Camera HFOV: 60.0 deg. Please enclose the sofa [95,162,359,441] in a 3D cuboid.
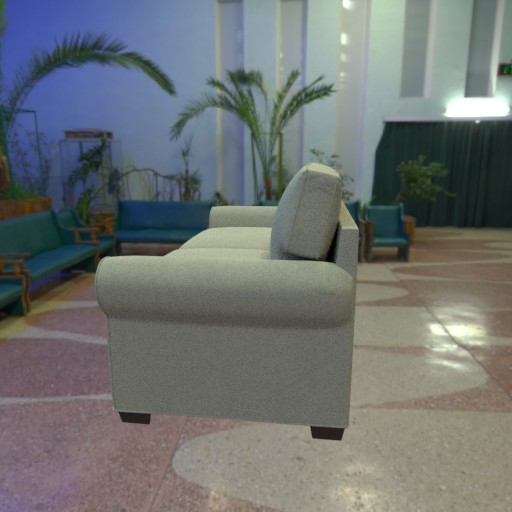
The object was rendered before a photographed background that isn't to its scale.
[{"bbox_3d":[0.000,0.000,2.250,0.861,0.933,1.774,2,13,7],"label":"sofa"}]
